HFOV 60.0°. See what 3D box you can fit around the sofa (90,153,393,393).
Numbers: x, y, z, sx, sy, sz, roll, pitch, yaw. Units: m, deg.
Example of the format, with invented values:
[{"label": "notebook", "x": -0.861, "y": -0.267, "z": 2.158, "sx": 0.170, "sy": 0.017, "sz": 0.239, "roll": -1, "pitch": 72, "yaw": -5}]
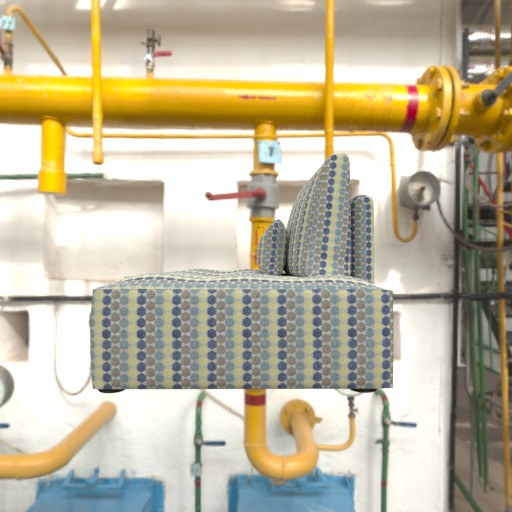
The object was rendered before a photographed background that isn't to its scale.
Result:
[{"label": "sofa", "x": 0.000, "y": 0.000, "z": 2.006, "sx": 1.000, "sy": 0.820, "sz": 1.450, "roll": 0, "pitch": -1, "yaw": 0}]
